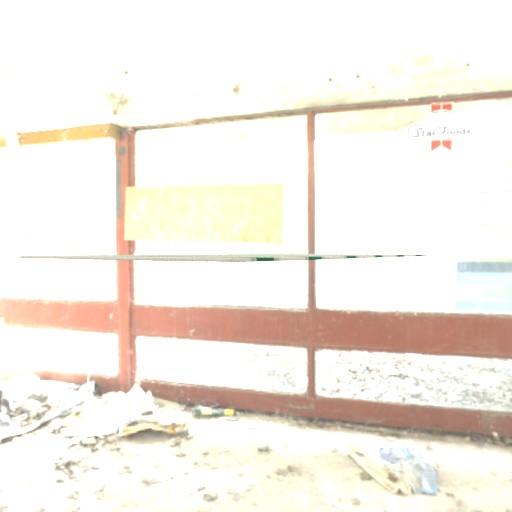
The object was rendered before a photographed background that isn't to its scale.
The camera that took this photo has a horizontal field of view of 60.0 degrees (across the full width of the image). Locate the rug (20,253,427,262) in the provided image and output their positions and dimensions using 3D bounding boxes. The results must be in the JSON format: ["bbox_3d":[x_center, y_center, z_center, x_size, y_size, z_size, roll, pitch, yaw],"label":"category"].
[{"bbox_3d":[0.000,0.000,2.300,1.210,0.012,1.829,0,1,37],"label":"rug"}]
